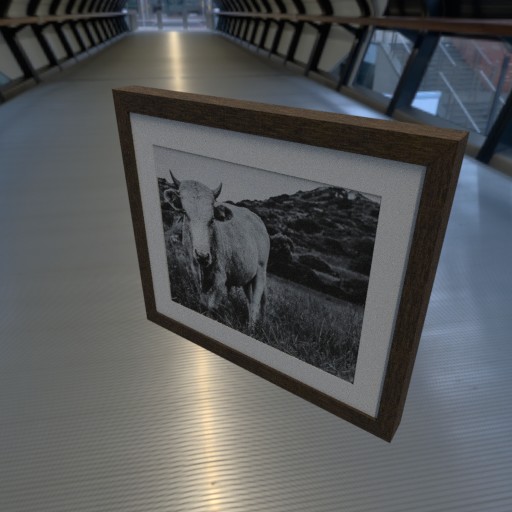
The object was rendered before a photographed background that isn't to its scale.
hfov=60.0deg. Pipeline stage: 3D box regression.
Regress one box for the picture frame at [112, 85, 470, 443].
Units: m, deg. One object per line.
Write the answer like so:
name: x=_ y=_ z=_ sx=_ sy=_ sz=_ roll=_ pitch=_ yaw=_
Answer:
picture frame: x=0.000 y=0.000 z=0.505 sx=0.378 sy=0.330 sz=0.033 roll=19 pitch=35 yaw=30
